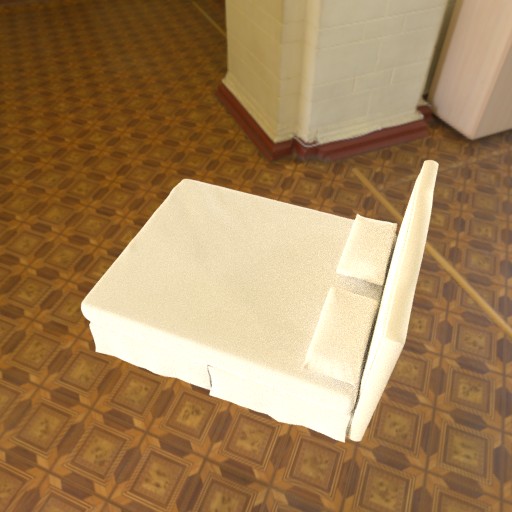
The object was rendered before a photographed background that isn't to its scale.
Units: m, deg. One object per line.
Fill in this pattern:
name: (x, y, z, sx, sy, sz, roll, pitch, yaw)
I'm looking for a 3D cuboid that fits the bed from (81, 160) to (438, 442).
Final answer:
bed: (0.000, 0.000, 3.525, 2.282, 1.436, 1.821, 16, 49, 14)
